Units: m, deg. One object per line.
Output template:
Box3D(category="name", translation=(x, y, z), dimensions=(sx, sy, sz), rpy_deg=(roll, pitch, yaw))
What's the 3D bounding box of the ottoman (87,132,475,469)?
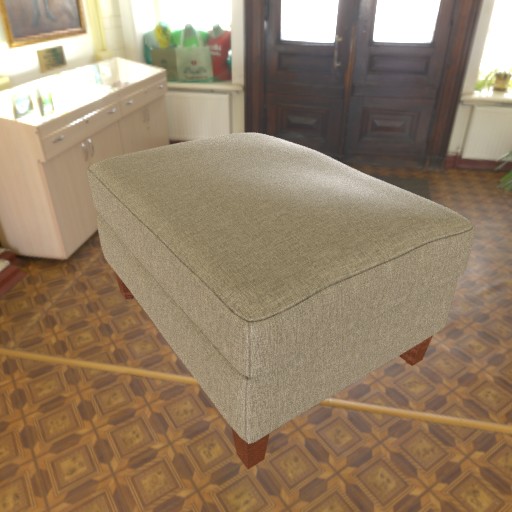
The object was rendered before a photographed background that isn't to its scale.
Box3D(category="ottoman", translation=(0.000, 0.000, 1.218), dimensions=(0.639, 0.494, 0.873), rpy_deg=(-20, 36, -29))
